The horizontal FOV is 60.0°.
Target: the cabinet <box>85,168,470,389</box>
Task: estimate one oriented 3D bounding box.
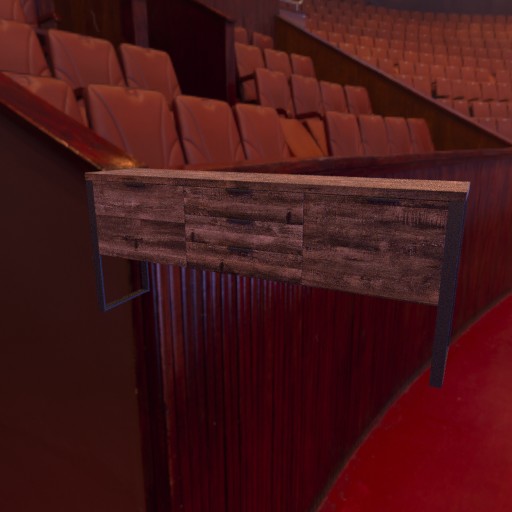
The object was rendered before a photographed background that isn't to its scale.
[{"bbox_3d":[0.000,0.000,2.166,1.800,0.762,0.395,7,17,25],"label":"cabinet"}]
